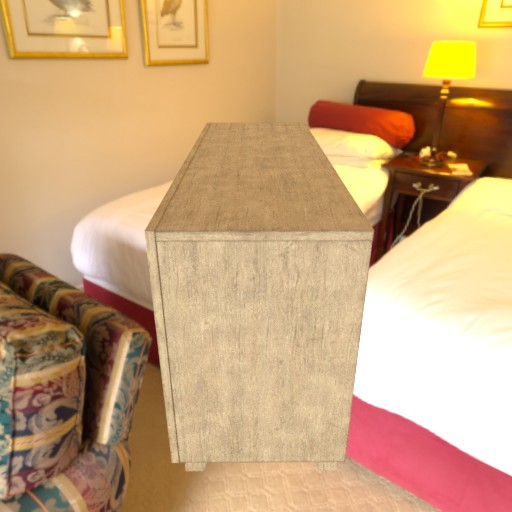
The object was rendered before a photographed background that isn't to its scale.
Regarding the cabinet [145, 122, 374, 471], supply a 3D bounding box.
[{"bbox_3d":[0.000,0.000,1.806,0.511,0.825,1.460,0,26,0],"label":"cabinet"}]
